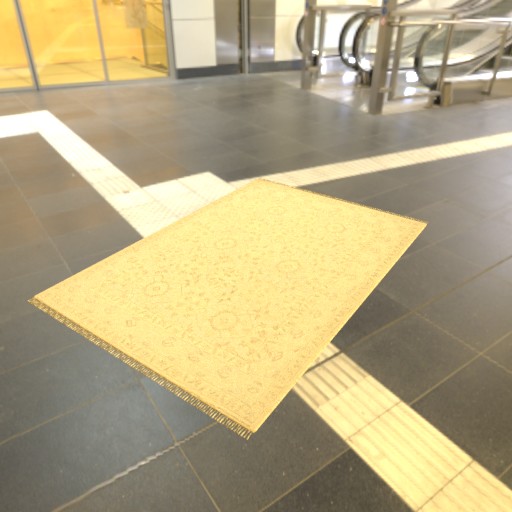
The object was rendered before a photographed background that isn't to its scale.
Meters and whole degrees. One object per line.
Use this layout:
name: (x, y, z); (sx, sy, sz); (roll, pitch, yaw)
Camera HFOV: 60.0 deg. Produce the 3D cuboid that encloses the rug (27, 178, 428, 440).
rug: (0.000, 0.000, 2.844); (1.514, 0.011, 2.233); (20, 37, 30)
